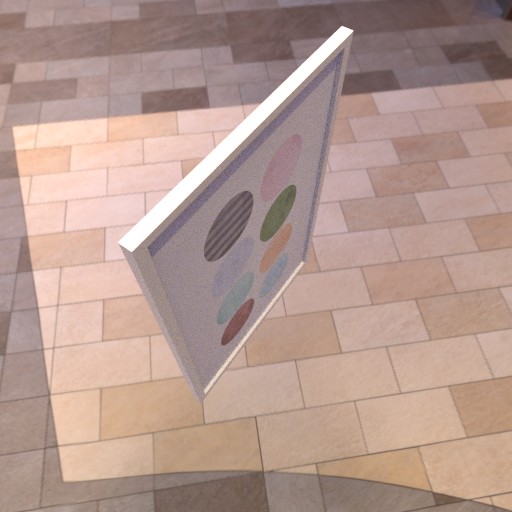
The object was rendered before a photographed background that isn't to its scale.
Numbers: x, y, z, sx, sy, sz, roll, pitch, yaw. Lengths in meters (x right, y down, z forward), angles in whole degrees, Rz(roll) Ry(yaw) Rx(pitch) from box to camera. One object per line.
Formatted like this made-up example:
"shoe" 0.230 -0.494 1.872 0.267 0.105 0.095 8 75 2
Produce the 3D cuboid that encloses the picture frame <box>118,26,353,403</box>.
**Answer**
"picture frame" 0.000 0.000 0.547 0.013 0.434 0.305 31 64 17
